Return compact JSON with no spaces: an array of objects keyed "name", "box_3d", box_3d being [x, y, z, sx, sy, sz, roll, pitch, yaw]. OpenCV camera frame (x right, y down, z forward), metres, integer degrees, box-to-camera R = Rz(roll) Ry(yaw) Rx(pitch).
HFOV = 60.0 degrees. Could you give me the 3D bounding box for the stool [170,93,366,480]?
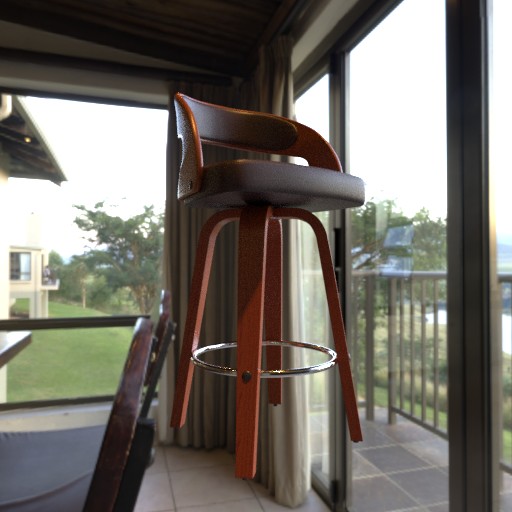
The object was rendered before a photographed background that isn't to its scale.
[{"name":"stool","box_3d":[0.000,0.000,1.192,0.457,0.940,0.457,0,-1,-35]}]
